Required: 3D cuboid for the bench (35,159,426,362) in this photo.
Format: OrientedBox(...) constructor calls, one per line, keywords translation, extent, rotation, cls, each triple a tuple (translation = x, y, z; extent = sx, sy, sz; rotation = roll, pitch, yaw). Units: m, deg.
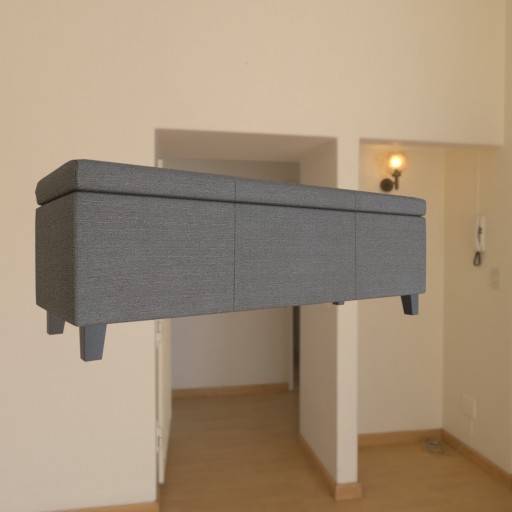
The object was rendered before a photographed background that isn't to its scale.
OrientedBox(translation=(0.000, 0.000, 1.452), extent=(1.269, 0.438, 0.446), rotation=(-1, 1, -36), cls="bench")
